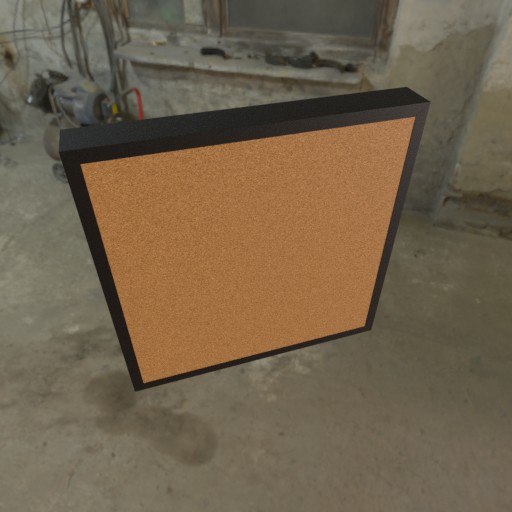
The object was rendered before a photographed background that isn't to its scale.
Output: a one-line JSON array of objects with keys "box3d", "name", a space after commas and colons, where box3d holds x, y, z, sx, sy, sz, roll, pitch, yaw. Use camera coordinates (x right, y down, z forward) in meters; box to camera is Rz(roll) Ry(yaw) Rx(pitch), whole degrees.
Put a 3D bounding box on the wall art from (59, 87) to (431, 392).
[{"box3d": [0.000, 0.000, 0.461, 0.305, 0.304, 0.038, -12, 42, -13], "name": "wall art"}]
